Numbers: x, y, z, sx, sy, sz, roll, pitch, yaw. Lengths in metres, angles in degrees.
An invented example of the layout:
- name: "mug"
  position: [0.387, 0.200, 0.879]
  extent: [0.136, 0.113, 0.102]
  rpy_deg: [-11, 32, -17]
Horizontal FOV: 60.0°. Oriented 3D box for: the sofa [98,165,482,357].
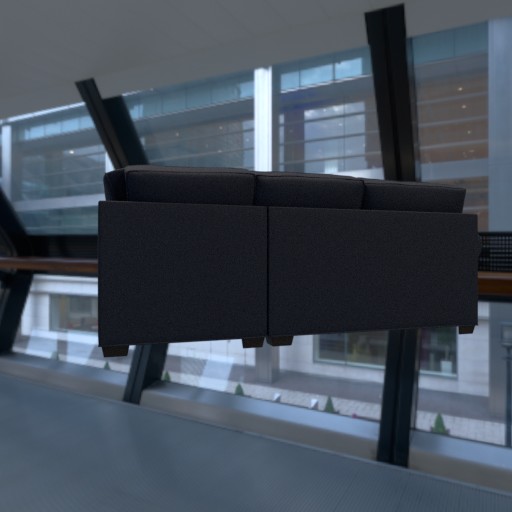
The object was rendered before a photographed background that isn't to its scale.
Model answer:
- name: "sofa"
  position: [0.000, 0.000, 3.825]
  extent: [2.487, 1.042, 2.562]
  rpy_deg: [0, 0, -17]
